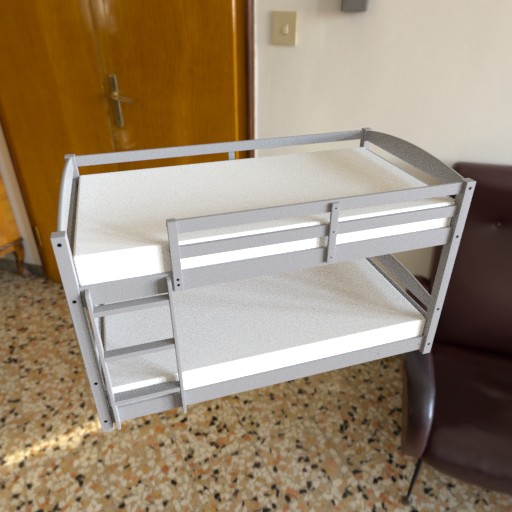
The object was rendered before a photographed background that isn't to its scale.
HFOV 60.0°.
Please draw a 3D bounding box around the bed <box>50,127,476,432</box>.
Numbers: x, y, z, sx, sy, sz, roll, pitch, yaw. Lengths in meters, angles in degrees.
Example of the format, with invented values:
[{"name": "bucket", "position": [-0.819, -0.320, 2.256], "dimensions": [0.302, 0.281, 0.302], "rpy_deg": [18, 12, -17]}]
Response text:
[{"name": "bed", "position": [0.000, 0.000, 2.700], "dimensions": [2.013, 1.206, 1.105], "rpy_deg": [-9, 32, -15]}]
